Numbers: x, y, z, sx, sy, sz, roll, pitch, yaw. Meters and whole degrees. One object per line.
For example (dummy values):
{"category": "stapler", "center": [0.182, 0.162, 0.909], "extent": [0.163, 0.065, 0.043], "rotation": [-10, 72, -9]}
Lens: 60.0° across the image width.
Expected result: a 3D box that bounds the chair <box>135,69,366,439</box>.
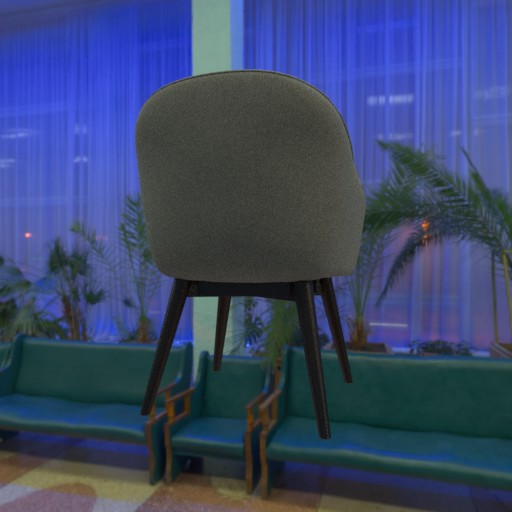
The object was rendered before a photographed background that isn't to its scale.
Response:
{"category": "chair", "center": [0.000, 0.000, 1.259], "extent": [0.589, 0.810, 0.611], "rotation": [0, 0, 18]}
